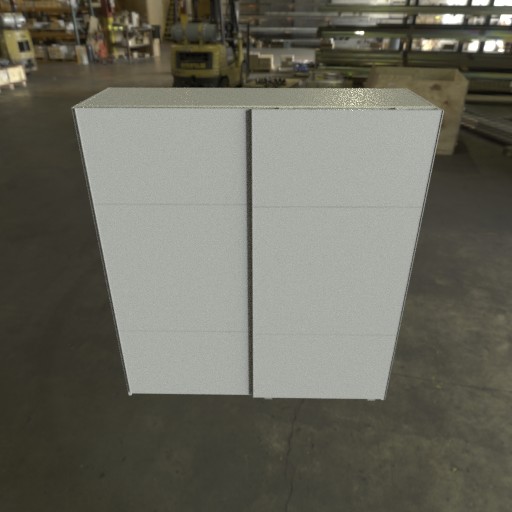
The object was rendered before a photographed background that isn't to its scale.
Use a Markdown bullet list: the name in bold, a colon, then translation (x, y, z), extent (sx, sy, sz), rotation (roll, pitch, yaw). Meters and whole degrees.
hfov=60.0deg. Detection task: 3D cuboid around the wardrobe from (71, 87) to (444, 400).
- **wardrobe**: translation (0.000, 0.000, 2.852), extent (1.780, 1.960, 0.629), rotation (0, 30, 1)
